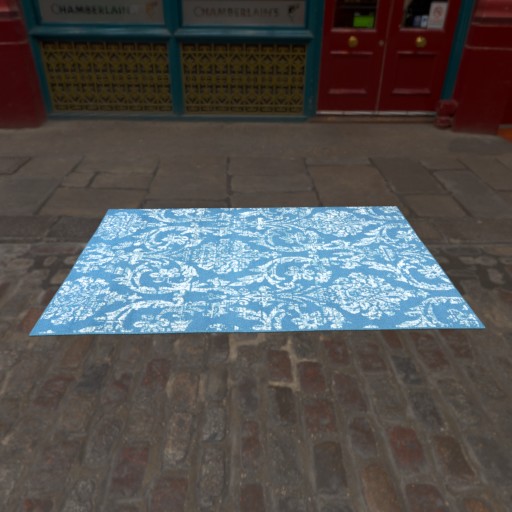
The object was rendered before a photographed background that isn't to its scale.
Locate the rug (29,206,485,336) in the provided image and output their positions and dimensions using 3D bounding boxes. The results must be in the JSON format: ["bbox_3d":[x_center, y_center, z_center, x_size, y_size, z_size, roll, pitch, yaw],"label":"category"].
[{"bbox_3d":[0.000,0.000,2.299,1.833,0.012,1.211,-1,30,-1],"label":"rug"}]
